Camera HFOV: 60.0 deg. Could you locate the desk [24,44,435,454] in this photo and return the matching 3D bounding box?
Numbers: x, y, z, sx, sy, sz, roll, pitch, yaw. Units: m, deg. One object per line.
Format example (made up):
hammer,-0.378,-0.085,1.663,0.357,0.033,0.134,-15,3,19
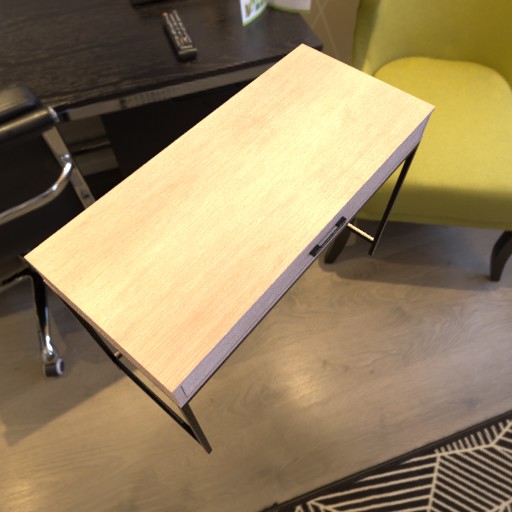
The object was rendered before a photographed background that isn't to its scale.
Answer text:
desk,0.000,0.000,1.415,0.470,0.762,1.016,35,64,20
